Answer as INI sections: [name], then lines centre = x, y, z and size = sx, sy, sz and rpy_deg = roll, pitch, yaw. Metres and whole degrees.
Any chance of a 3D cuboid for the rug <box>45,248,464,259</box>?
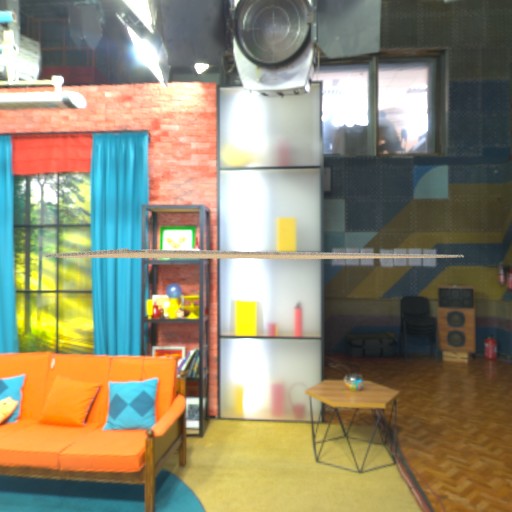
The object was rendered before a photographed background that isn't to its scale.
[rug]
centre = 0.000, 0.000, 2.273
size = 1.771, 0.015, 1.223
rpy_deg = 1, -1, -35
